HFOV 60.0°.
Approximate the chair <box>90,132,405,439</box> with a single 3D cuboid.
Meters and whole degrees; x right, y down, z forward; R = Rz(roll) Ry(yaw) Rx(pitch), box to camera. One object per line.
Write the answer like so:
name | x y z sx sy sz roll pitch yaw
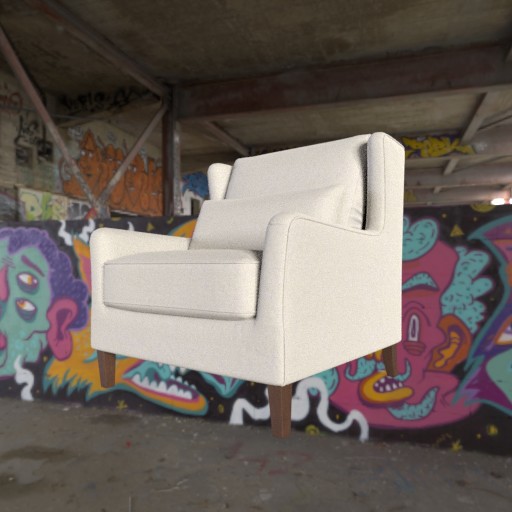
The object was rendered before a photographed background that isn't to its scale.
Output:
chair | 0.000 0.000 1.876 0.982 1.056 1.040 -1 -2 38
